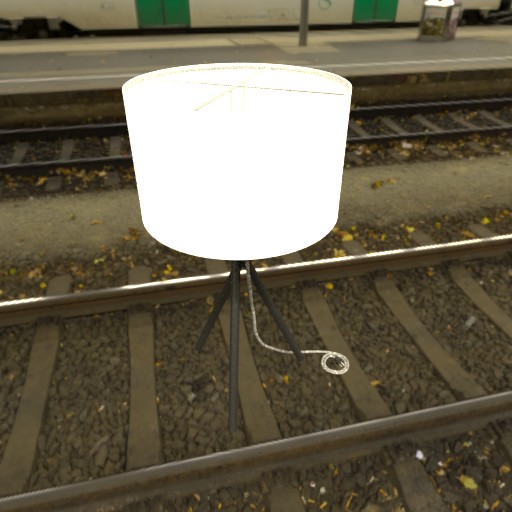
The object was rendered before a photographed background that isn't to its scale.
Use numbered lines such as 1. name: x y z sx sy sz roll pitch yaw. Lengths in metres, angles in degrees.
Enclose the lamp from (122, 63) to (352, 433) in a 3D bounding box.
1. lamp: 0.000 0.000 0.897 0.422 0.674 0.353 -20 38 -28
